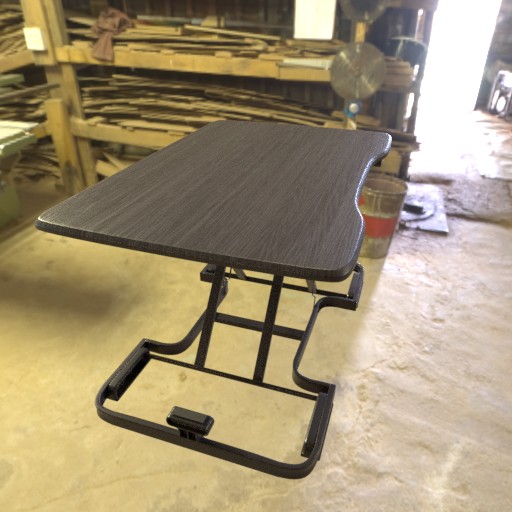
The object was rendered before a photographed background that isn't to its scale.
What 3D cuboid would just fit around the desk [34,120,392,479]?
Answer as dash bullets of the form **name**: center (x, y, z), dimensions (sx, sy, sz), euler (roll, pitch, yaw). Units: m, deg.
- **desk**: center (0.000, 0.000, 1.113), dimensions (0.546, 0.470, 0.820), euler (10, 31, 17)
